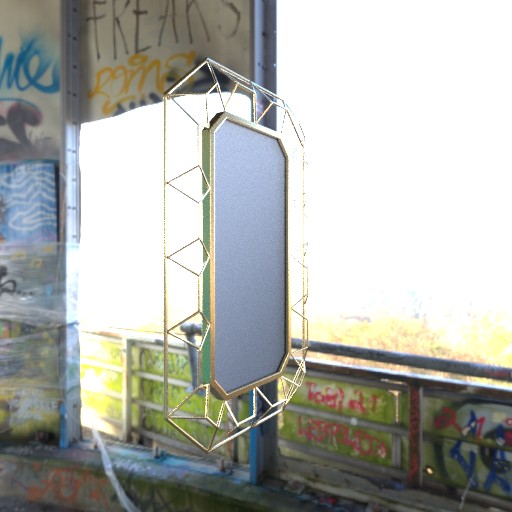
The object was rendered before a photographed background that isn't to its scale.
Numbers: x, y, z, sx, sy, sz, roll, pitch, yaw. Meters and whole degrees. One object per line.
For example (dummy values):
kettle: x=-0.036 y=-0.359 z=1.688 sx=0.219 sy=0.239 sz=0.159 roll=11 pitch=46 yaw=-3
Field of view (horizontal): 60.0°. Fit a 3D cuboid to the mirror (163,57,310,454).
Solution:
mirror: x=0.000 y=0.000 z=1.091 sx=0.051 sy=0.870 sz=0.572 roll=0 pitch=1 yaw=35
